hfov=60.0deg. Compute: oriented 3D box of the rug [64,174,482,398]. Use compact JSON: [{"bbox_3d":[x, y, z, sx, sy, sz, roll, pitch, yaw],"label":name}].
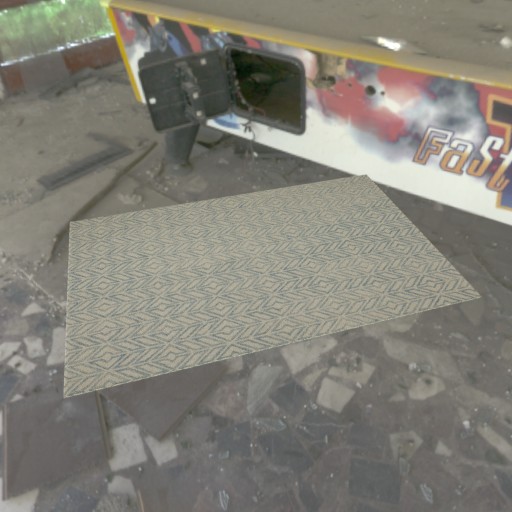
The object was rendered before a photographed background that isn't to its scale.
[{"bbox_3d":[0.000,0.000,3.015,2.441,0.008,1.526,-11,42,-12],"label":"rug"}]
